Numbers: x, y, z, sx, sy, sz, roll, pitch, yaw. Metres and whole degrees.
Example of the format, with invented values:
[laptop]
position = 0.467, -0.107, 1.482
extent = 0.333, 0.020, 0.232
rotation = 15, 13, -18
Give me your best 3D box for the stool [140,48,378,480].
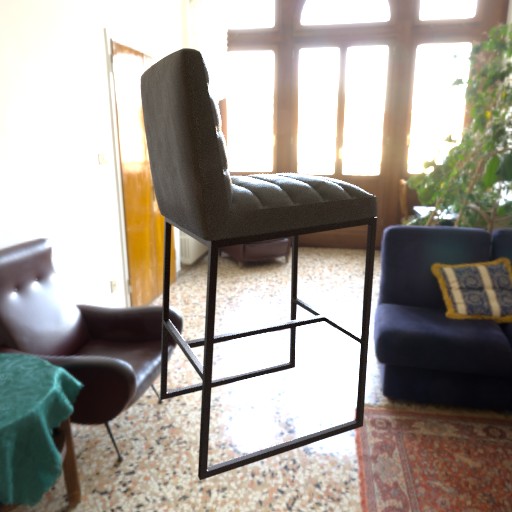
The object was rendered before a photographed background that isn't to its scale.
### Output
[stool]
position = 0.000, 0.000, 1.343
extent = 0.562, 1.065, 0.463
rotation = -7, 16, -25
